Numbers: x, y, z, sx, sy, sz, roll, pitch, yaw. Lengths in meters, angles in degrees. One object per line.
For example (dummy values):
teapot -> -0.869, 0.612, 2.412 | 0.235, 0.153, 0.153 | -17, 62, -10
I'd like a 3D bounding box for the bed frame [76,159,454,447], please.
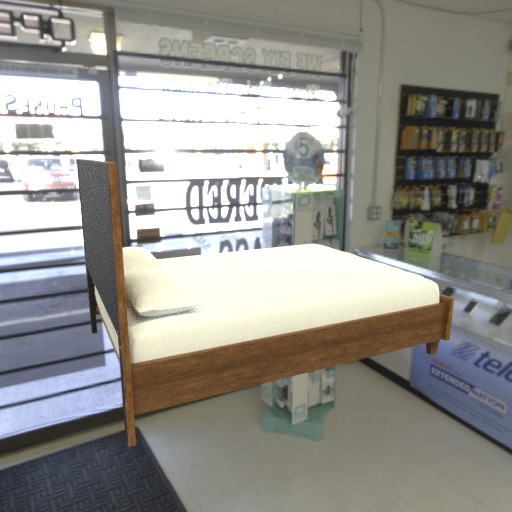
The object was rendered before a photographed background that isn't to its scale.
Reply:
bed frame -> 0.000, 0.000, 3.323 | 2.276, 1.417, 1.696 | -6, 14, -25
